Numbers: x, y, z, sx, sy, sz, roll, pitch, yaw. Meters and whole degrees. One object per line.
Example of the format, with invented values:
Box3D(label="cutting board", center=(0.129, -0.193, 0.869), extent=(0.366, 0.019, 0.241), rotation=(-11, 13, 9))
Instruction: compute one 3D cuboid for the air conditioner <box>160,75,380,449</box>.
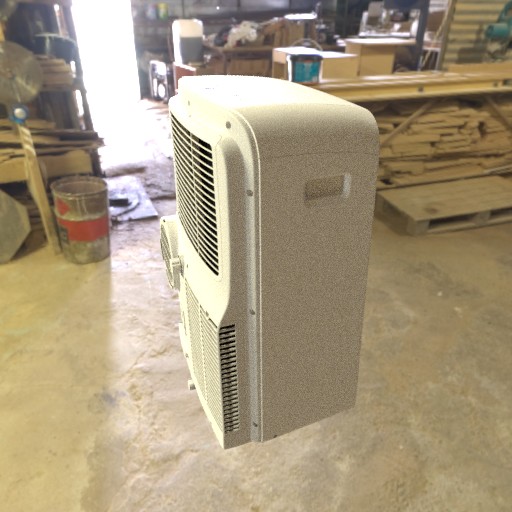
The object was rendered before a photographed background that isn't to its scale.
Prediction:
Box3D(label="air conditioner", center=(0.000, 0.000, 0.963), extent=(0.365, 0.700, 0.454), rotation=(-11, 32, -18))
